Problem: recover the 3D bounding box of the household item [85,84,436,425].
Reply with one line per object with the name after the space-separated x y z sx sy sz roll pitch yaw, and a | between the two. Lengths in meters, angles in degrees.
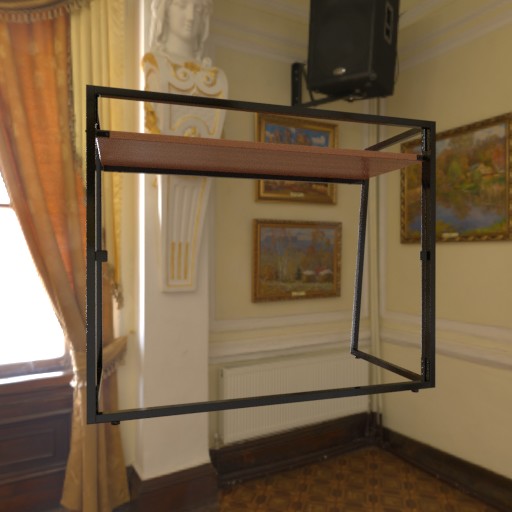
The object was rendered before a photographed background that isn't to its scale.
0.000 0.000 1.505 1.050 0.860 0.510 0 0 -17 | household item
